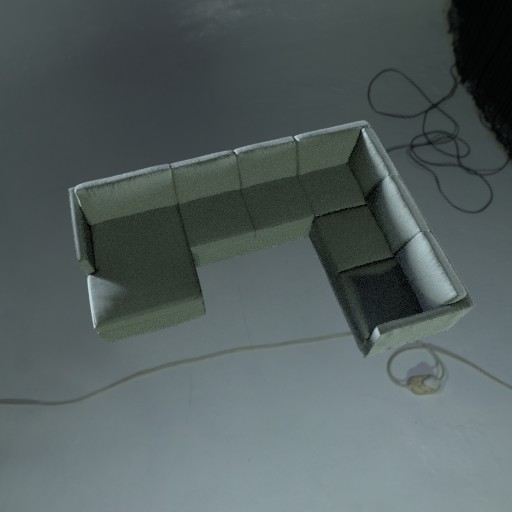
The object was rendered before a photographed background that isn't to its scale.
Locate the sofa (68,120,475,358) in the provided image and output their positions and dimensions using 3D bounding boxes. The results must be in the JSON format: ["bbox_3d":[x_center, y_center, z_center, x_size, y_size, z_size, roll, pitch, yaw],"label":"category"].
[{"bbox_3d":[0.000,0.000,4.536,3.434,0.869,2.440,-15,62,-8],"label":"sofa"}]
